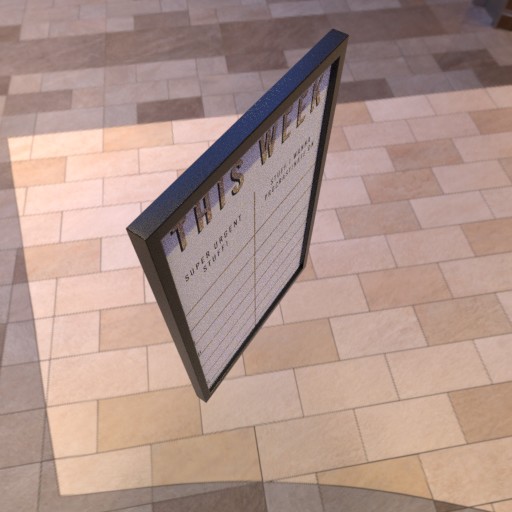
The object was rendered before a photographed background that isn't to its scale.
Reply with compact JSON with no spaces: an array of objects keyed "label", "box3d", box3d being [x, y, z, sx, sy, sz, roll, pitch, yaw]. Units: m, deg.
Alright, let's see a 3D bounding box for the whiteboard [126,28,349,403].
[{"label":"whiteboard","box3d":[0.000,0.000,0.768,0.026,0.611,0.406,30,63,18]}]
